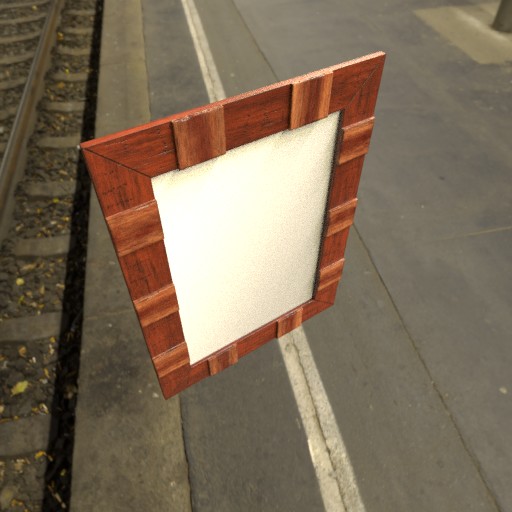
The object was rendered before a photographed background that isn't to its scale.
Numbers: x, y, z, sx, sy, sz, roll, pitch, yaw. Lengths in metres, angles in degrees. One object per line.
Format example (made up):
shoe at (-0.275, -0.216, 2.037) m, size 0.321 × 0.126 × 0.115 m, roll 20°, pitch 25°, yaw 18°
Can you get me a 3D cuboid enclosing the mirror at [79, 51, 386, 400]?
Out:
mirror at (0.000, 0.000, 1.043) m, size 0.600 × 0.805 × 0.021 m, roll -25°, pitch 52°, yaw -22°
